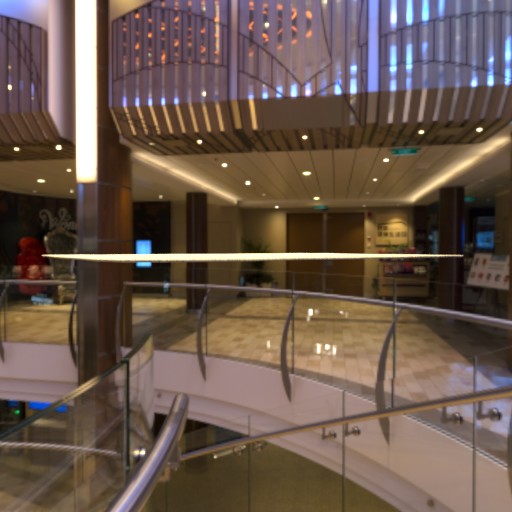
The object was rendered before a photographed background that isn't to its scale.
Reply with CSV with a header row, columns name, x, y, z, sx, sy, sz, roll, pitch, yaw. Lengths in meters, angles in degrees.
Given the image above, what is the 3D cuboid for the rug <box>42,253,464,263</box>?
name,x,y,z,sx,sy,sz,roll,pitch,yaw
rug,0.000,0.000,2.341,1.850,0.015,1.250,-1,1,-36
